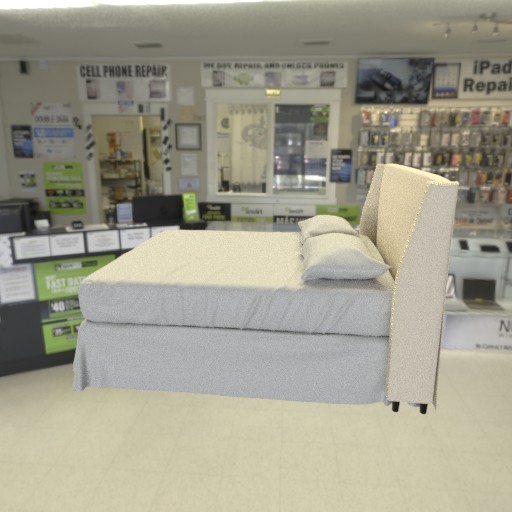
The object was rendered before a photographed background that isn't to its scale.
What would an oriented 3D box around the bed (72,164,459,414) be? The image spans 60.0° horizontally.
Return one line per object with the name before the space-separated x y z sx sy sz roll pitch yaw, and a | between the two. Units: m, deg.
bed | 0.000 0.000 3.371 2.276 1.332 1.925 2 14 7
